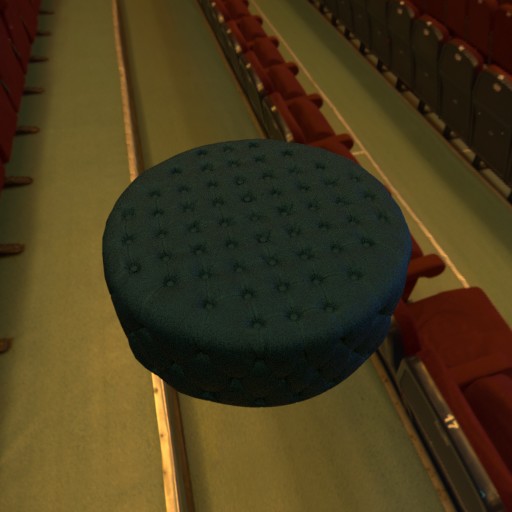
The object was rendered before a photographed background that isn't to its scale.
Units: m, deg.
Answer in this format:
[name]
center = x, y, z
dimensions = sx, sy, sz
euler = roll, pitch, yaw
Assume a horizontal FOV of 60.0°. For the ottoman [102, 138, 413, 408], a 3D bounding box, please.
[ottoman]
center = 0.000, 0.000, 1.545
dimensions = 0.998, 0.398, 0.998
euler = 0, 47, 0
